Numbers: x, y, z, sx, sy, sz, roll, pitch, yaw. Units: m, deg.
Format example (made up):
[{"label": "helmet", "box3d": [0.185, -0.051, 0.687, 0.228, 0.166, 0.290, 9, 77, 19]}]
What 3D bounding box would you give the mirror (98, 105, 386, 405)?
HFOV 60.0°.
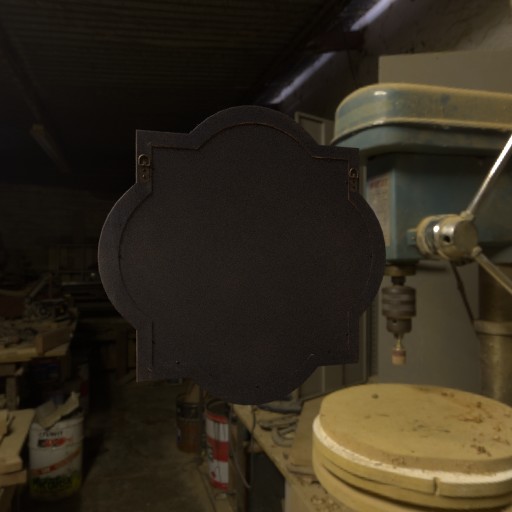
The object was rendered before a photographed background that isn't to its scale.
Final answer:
[{"label": "mirror", "box3d": [0.000, 0.000, 1.049, 0.686, 0.686, 0.019, 0, 1, -18]}]
